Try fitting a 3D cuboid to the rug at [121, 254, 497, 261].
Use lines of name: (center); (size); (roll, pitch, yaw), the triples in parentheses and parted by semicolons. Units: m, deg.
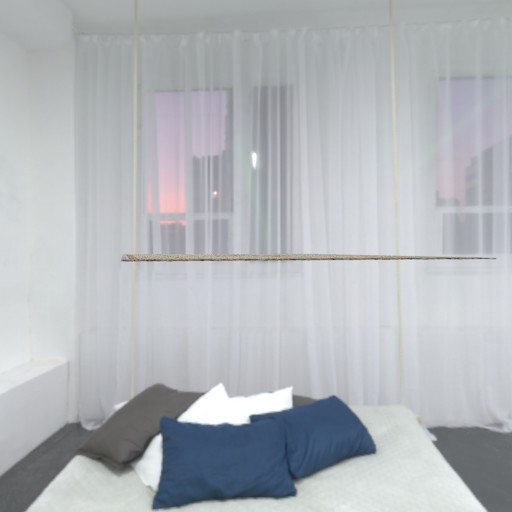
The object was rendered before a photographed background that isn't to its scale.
rug: (0.000, 0.000, 4.118); (2.379, 0.011, 3.221); (0, 1, -17)
